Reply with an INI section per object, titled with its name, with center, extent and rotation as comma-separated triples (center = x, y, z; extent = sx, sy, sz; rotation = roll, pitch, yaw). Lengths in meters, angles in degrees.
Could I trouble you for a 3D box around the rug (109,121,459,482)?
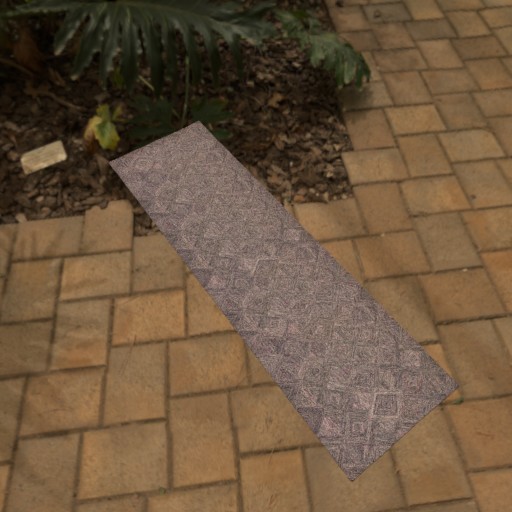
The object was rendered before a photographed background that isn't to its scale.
[rug]
center = 0.000, 0.000, 2.465
extent = 0.691, 0.011, 2.296
rotation = -31, 62, -19
